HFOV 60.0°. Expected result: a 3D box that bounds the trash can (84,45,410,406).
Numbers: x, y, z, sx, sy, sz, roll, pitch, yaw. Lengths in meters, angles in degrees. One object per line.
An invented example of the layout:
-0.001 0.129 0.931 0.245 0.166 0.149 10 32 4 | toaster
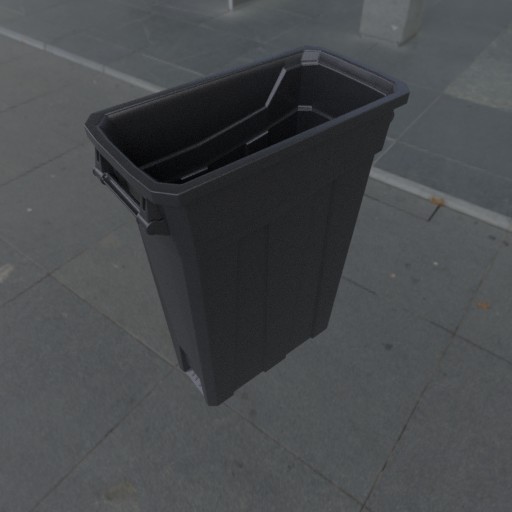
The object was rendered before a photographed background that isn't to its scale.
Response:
0.000 0.000 1.041 0.559 0.762 0.281 -29 52 -26 | trash can
